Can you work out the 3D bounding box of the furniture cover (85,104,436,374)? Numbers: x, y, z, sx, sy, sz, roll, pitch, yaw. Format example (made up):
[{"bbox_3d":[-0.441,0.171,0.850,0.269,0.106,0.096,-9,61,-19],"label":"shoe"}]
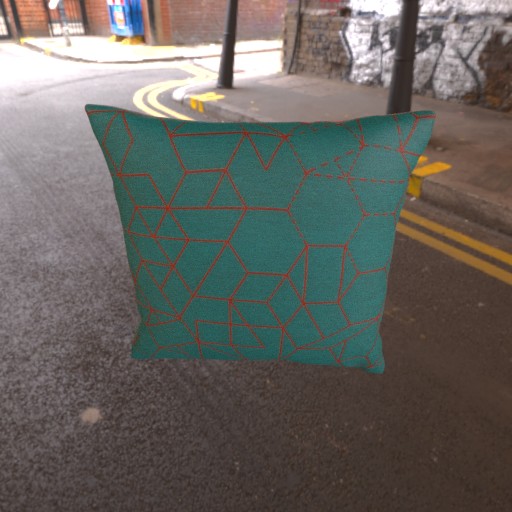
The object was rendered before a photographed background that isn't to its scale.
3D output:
[{"bbox_3d":[0.000,0.000,0.777,0.517,0.508,0.158,2,30,3],"label":"furniture cover"}]
